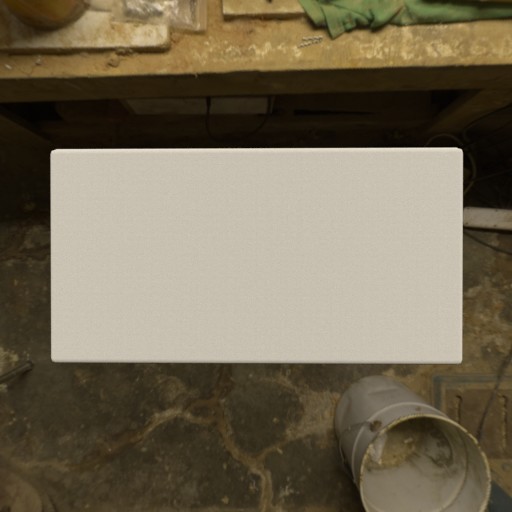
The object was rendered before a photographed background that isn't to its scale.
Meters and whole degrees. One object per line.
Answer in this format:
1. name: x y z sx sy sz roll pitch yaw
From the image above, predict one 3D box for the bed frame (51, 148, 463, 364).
1. bed frame: 0.000 0.000 3.121 2.635 0.680 1.393 0 90 1
